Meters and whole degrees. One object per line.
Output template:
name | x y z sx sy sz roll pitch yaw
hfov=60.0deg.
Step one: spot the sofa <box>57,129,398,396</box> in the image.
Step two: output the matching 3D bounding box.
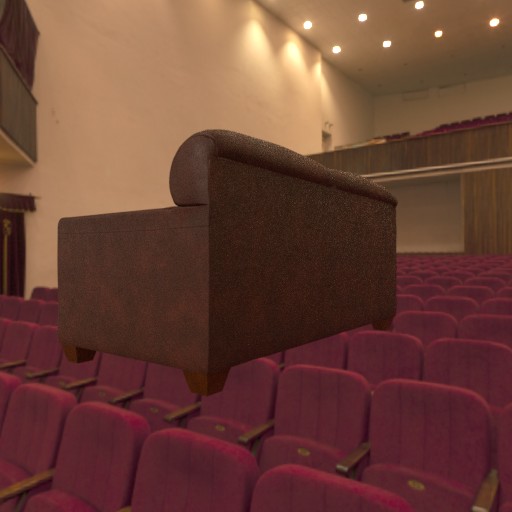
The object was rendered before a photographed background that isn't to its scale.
sofa | 0.000 0.000 2.485 1.000 0.966 1.856 0 0 37
